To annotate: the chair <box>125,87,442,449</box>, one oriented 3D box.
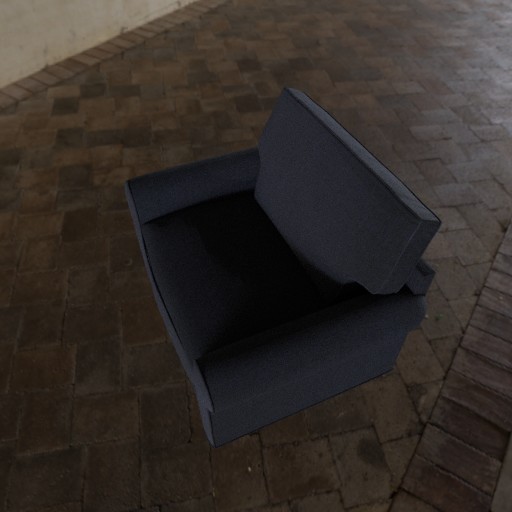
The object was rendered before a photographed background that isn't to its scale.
[{"bbox_3d":[0.000,0.000,2.024,0.963,1.044,1.285,-18,50,-16],"label":"chair"}]
